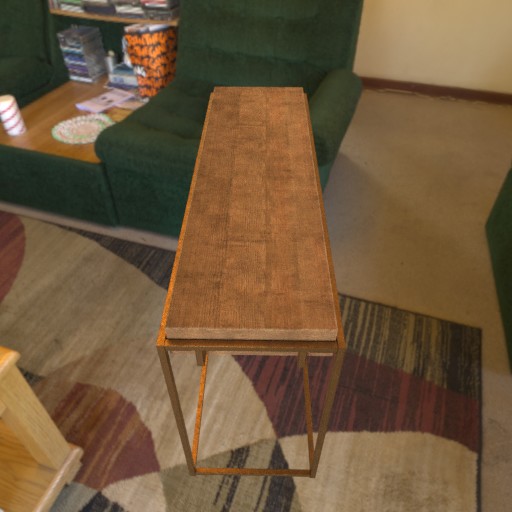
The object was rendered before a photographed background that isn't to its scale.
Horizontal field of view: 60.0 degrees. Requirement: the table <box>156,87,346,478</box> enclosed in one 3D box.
[{"bbox_3d":[0.000,0.000,1.788,0.440,0.820,1.400,1,43,1],"label":"table"}]
